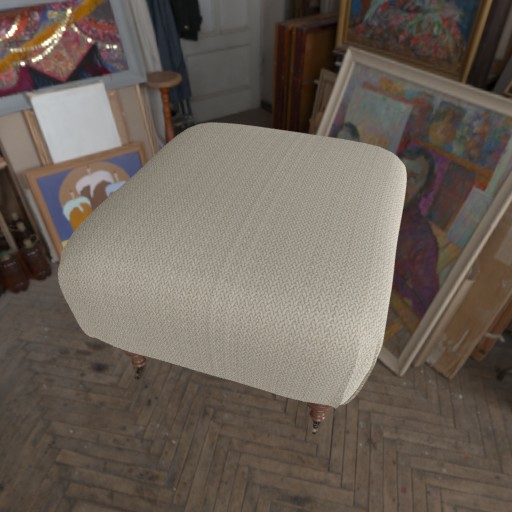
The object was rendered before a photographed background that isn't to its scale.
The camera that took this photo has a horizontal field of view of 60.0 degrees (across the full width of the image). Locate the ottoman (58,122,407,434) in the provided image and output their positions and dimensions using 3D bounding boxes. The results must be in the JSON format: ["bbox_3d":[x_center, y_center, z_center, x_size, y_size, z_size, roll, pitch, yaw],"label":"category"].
[{"bbox_3d":[0.000,0.000,1.072,0.622,0.447,0.684,12,42,14],"label":"ottoman"}]
